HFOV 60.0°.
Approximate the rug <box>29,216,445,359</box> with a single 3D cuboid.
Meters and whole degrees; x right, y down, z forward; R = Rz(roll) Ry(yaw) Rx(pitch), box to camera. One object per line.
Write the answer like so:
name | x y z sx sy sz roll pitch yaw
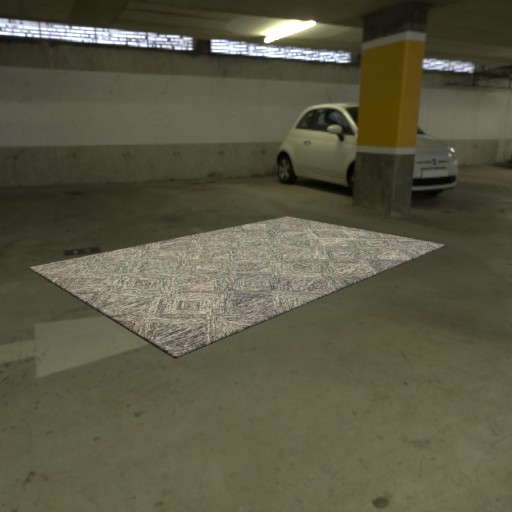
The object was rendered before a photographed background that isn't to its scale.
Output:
rug | 0.000 0.000 2.888 2.298 0.017 1.501 -15 22 -42
